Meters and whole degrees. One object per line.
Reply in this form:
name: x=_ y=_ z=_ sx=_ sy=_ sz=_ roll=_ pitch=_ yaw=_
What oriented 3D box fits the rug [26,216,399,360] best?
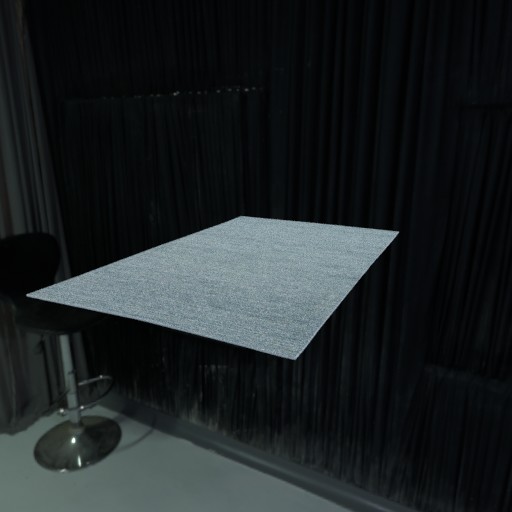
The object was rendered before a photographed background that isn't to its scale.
rug: x=0.000 y=0.000 z=2.351 sx=1.174 sy=0.022 sz=1.853 roll=8 pitch=18 yaw=25
